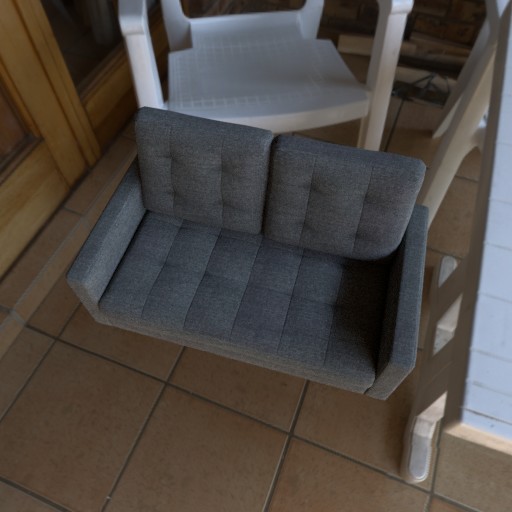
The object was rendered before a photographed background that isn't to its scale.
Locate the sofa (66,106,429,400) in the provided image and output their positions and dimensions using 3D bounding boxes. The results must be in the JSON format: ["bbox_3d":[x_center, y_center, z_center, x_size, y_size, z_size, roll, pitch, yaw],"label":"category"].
[{"bbox_3d":[0.000,0.000,1.983,1.407,0.907,0.842,13,58,8],"label":"sofa"}]
